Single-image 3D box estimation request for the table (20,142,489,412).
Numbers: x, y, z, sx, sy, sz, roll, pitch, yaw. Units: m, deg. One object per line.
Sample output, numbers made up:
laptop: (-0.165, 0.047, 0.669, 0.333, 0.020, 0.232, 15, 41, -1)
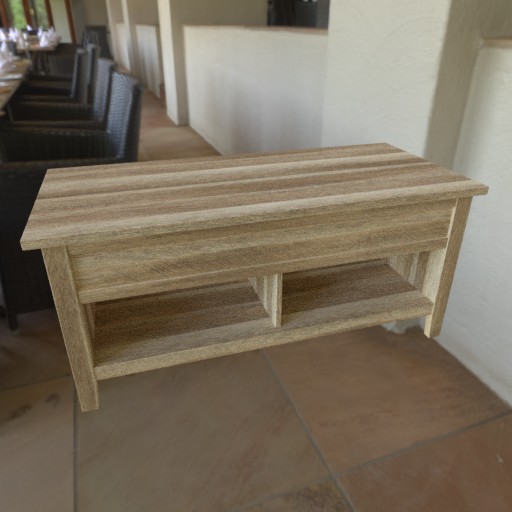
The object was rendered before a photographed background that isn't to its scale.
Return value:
table: (0.000, 0.000, 1.311, 1.095, 0.480, 0.493, -8, 29, -15)
